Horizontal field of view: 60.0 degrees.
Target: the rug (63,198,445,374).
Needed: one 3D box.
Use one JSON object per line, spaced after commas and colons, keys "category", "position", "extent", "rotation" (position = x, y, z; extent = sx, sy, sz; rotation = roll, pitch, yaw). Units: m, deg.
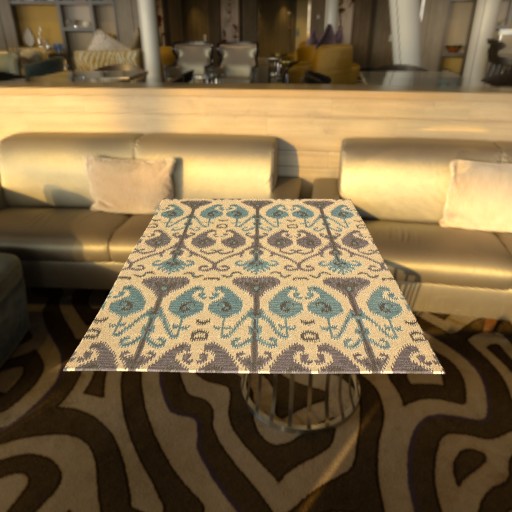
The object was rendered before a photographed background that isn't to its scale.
{"category": "rug", "position": [0.000, 0.000, 2.940], "extent": [1.676, 0.013, 2.261], "rotation": [0, 27, 1]}
